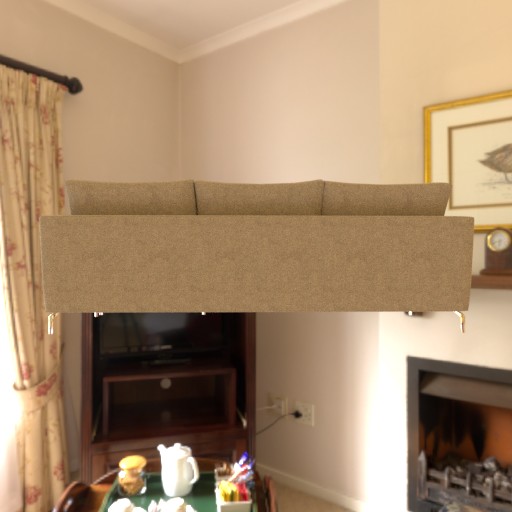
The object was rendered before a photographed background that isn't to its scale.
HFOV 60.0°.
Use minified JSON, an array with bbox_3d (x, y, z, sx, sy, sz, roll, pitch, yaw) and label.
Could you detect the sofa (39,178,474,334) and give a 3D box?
[{"bbox_3d":[0.000,0.000,3.197,2.438,0.864,1.626,0,0,-1],"label":"sofa"}]
